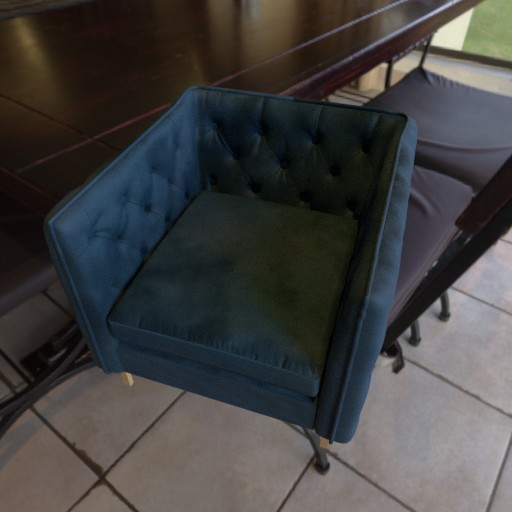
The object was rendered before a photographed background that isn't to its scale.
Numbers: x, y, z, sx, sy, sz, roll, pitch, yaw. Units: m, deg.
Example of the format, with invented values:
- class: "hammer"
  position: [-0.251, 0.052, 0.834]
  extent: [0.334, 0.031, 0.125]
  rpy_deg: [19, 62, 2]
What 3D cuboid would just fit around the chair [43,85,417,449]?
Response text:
- class: "chair"
  position: [0.000, 0.000, 1.487]
  extent: [0.868, 0.771, 0.877]
  rpy_deg: [13, 43, 14]
